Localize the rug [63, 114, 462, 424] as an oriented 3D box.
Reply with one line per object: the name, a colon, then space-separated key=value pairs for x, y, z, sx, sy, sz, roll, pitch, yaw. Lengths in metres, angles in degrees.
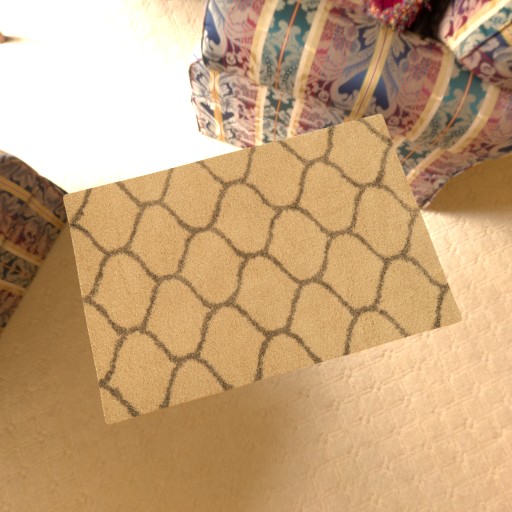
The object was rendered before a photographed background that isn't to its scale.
rug: x=0.000 y=0.000 z=3.425 sx=2.701 sy=0.026 sz=1.801 roll=-15 pitch=76 yaw=-4
